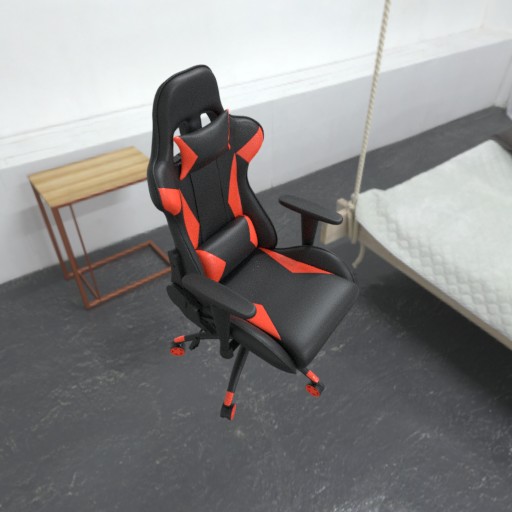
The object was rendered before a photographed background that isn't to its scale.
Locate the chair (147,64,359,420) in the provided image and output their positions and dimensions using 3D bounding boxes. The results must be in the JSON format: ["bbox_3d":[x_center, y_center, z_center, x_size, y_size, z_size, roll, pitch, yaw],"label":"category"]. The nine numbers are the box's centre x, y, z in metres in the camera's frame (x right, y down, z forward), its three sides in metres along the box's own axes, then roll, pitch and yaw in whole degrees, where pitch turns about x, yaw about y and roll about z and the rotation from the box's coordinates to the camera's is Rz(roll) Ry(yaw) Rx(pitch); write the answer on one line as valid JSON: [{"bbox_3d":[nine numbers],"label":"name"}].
[{"bbox_3d":[0.000,0.000,1.694,0.730,1.282,0.695,25,47,26],"label":"chair"}]
